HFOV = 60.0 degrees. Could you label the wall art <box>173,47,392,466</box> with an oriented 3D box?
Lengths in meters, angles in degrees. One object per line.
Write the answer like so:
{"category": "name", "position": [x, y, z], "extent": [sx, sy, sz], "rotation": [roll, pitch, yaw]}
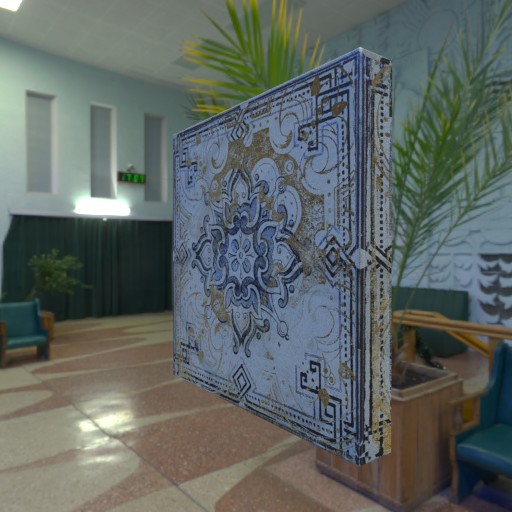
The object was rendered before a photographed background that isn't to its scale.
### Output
{"category": "wall art", "position": [0.000, 0.000, 0.454], "extent": [0.038, 0.306, 0.302], "rotation": [0, 1, -37]}
